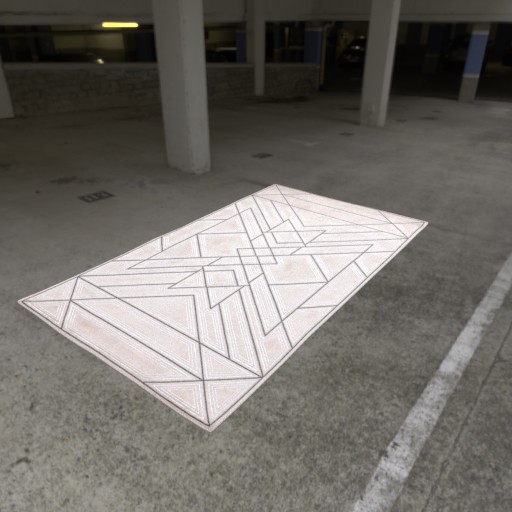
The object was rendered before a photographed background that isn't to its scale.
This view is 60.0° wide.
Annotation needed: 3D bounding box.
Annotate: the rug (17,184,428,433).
[{"bbox_3d":[0.000,0.000,1.028,0.511,0.008,0.869,20,34,32],"label":"rug"}]
